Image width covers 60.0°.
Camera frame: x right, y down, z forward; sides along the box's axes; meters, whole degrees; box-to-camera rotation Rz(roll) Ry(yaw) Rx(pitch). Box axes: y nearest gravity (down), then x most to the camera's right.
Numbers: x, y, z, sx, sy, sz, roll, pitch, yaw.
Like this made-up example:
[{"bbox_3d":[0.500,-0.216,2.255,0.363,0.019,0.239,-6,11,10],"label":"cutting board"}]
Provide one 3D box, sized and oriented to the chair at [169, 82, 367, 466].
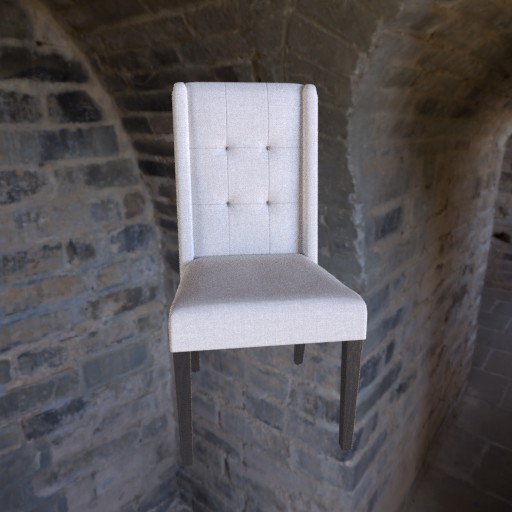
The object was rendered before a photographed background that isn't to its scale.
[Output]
[{"bbox_3d":[0.000,0.000,1.256,0.474,0.961,0.523,-2,16,-8],"label":"chair"}]
